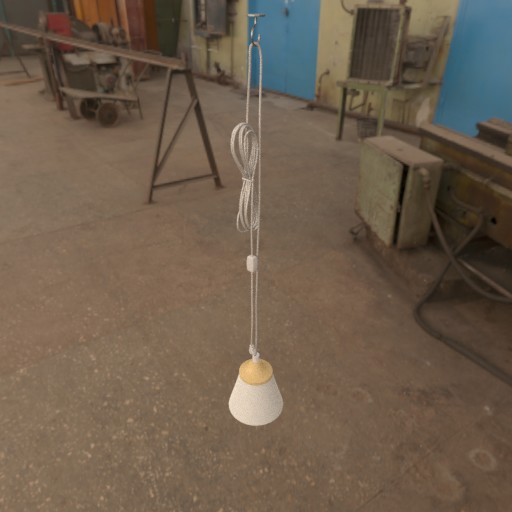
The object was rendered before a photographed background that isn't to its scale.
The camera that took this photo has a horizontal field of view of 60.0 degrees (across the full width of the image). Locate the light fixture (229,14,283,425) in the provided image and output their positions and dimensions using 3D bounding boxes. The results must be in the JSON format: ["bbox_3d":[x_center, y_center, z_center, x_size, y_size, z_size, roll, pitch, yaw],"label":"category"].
[{"bbox_3d":[0.000,0.000,1.008,0.153,0.966,0.153,-18,35,-28],"label":"light fixture"}]
